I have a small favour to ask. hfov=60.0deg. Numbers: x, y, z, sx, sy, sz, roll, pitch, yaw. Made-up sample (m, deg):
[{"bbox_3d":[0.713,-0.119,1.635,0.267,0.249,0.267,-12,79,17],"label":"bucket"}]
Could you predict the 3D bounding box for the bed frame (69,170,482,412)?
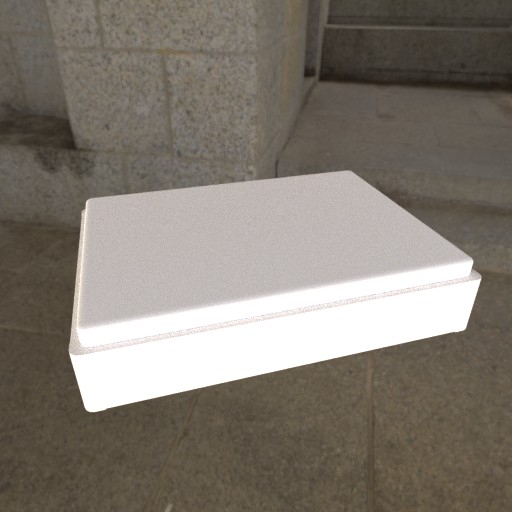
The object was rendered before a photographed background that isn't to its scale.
[{"bbox_3d":[0.000,0.000,2.543,1.900,0.406,1.400,-9,32,-14],"label":"bed frame"}]
